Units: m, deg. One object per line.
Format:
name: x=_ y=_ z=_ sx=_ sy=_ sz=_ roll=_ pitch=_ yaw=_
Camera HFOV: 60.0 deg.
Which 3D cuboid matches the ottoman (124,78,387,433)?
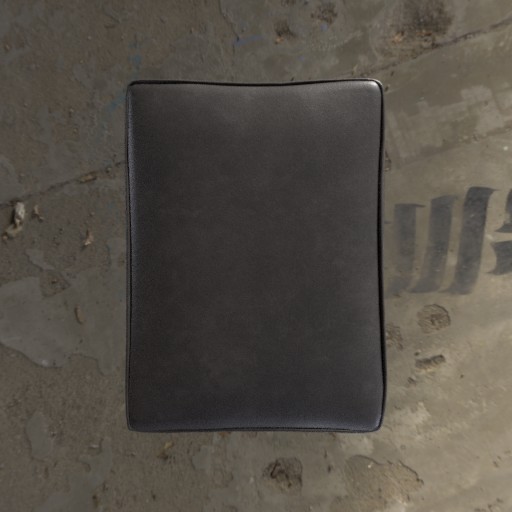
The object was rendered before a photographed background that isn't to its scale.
ottoman: x=0.000 y=0.000 z=1.116 sx=0.554 sy=0.445 sz=0.756 roll=0 pitch=90 yaw=0
